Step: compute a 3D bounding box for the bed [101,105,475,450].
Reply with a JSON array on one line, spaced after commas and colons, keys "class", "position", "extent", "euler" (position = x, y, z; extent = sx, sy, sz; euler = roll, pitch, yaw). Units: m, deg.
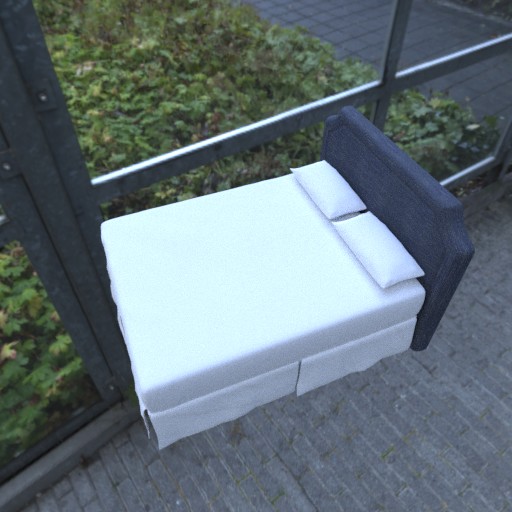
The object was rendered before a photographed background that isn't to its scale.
[{"class": "bed", "position": [0.000, 0.000, 3.164], "extent": [2.116, 1.290, 1.693], "euler": [-16, 49, -15]}]
